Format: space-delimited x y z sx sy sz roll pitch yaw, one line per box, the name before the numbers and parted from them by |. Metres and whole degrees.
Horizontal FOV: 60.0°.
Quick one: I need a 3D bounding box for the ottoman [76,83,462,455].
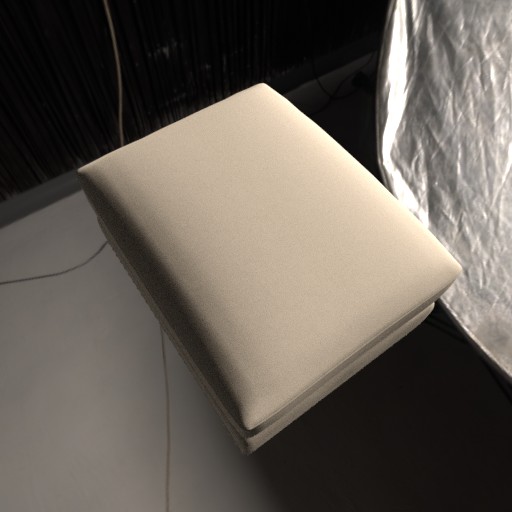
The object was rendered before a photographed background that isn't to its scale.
ottoman | 0.000 0.000 1.152 0.584 0.513 0.741 -31 64 -17
